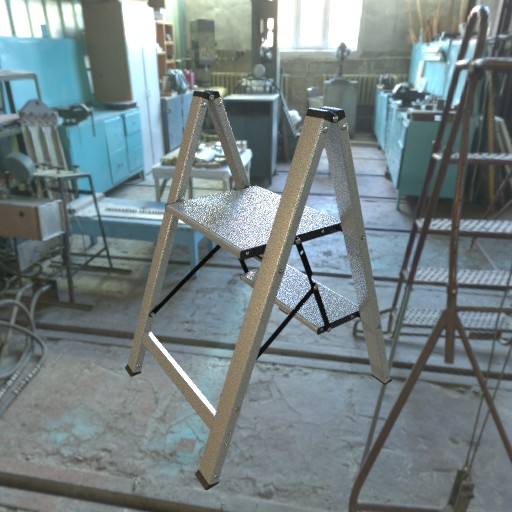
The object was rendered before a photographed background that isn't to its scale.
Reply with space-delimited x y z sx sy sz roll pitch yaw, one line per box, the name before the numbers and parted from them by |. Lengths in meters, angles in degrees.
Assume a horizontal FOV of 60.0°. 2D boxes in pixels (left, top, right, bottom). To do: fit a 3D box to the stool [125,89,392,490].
stool | 0.000 0.000 0.994 0.535 0.670 0.440 -17 30 -31
